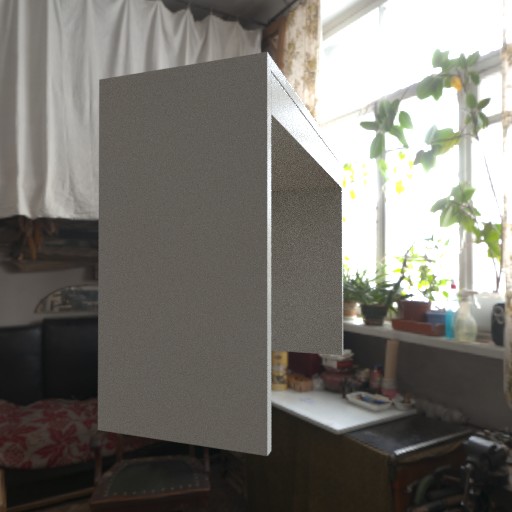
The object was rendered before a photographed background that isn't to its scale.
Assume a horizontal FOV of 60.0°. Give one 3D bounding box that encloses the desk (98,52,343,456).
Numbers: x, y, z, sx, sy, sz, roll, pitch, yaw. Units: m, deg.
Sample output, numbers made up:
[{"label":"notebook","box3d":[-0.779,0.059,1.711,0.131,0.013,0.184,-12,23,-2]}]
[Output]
[{"label":"desk","box3d":[0.000,0.000,1.404,0.400,0.790,1.000,0,-1,19]}]
